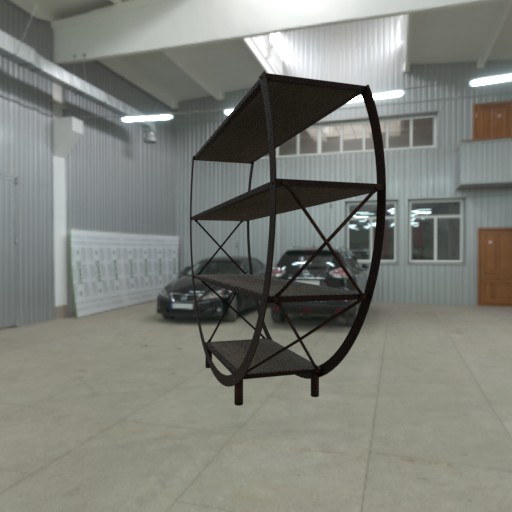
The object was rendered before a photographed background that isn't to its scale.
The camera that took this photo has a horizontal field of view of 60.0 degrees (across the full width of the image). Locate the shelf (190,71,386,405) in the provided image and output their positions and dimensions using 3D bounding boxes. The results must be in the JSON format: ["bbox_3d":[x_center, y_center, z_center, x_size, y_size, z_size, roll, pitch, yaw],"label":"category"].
[{"bbox_3d":[0.000,0.000,1.892,0.344,1.063,1.403,0,1,-18],"label":"shelf"}]
